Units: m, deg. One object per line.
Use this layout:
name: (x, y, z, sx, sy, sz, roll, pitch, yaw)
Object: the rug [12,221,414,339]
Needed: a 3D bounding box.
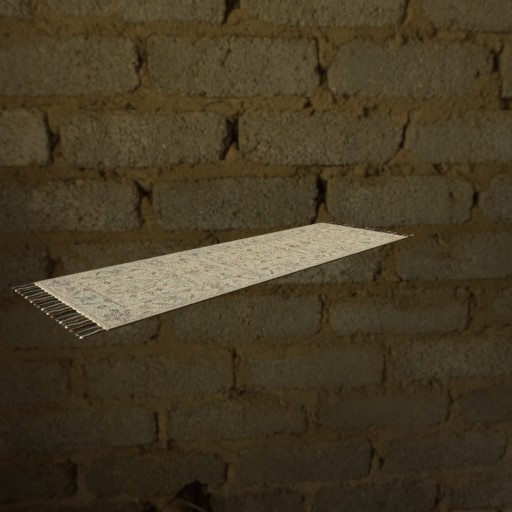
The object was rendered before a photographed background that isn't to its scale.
rug: (0.000, 0.000, 2.624, 2.440, 0.013, 0.769, -14, 20, -43)
